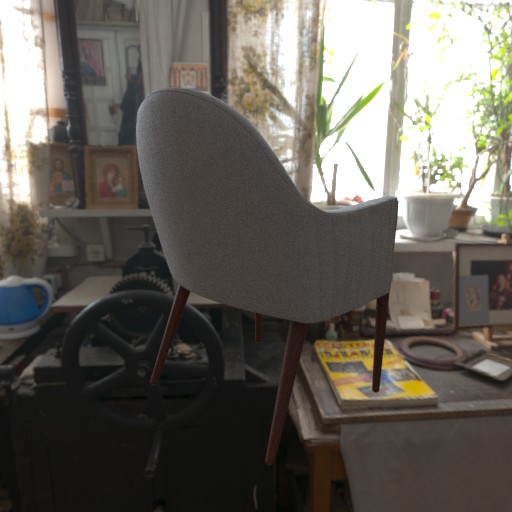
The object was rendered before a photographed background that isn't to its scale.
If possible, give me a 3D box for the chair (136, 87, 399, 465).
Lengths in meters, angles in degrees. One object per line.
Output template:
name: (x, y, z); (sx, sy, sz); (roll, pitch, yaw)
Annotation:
chair: (0.000, 0.000, 1.322); (0.620, 0.889, 0.610); (-12, 18, -43)
